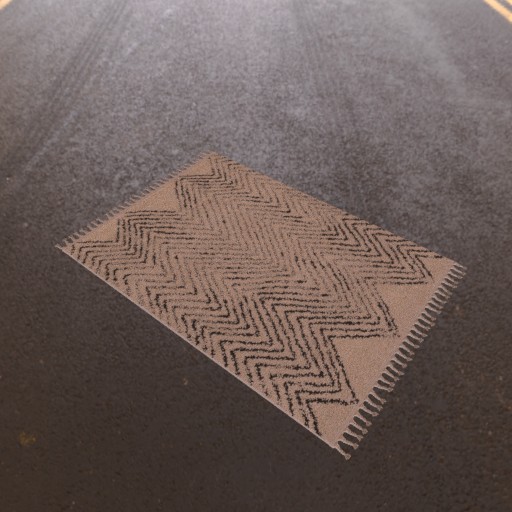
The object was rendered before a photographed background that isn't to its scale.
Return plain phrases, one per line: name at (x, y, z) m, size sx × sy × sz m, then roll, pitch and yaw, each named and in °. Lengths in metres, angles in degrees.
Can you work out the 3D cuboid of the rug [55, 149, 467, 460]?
rug at (0.000, 0.000, 2.349) m, size 1.847 × 0.014 × 1.230 m, roll 29°, pitch 52°, yaw 26°
